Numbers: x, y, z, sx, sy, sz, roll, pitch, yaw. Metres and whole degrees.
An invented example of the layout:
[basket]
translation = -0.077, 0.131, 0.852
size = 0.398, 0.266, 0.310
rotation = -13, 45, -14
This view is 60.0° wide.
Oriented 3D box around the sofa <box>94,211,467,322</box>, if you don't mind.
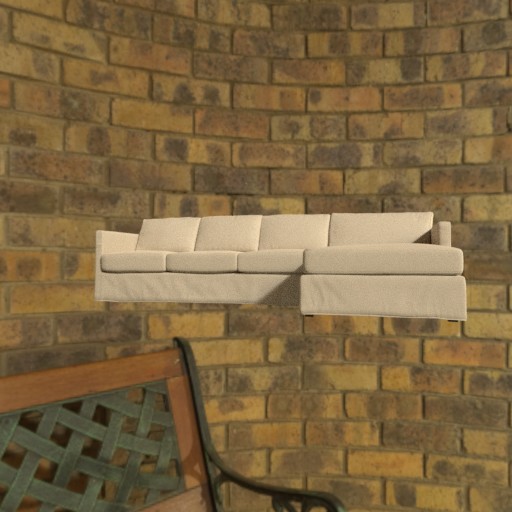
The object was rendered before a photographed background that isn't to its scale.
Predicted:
[sofa]
translation = 0.000, 0.000, 3.904
size = 3.206, 0.871, 1.622
rotation = 0, -1, 17
